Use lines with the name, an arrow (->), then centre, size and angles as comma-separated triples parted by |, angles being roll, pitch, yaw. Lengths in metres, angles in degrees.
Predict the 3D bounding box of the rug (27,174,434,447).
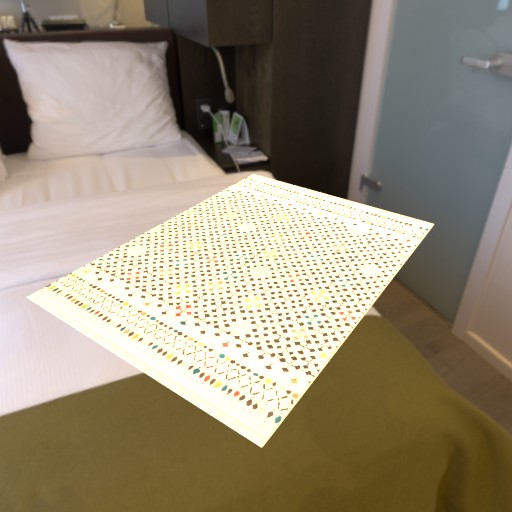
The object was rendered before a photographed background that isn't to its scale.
rug -> 0.000, 0.000, 2.028 | 1.146, 0.006, 1.556 | 21, 38, 29
